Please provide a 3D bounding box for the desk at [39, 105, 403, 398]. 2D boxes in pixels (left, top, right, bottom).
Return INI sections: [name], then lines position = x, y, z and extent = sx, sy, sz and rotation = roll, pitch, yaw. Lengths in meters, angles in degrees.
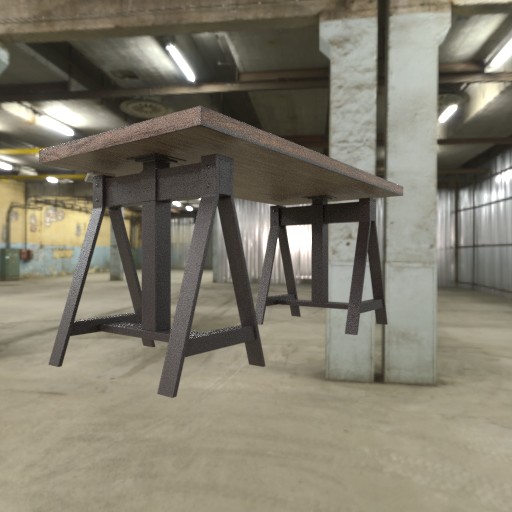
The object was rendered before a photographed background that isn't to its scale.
[desk]
position = 0.000, 0.000, 1.923
extent = 0.784, 0.725, 1.543
rotation = 0, 0, 36
